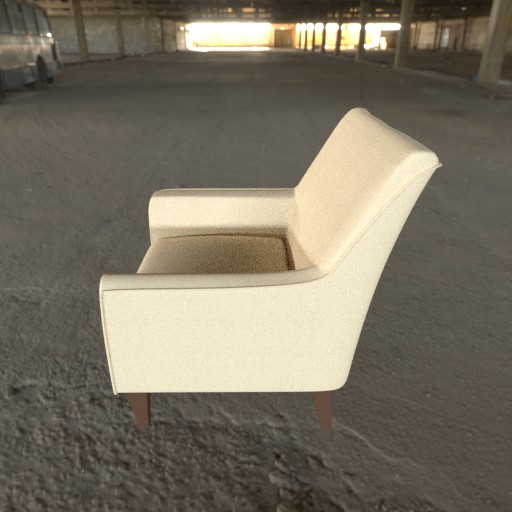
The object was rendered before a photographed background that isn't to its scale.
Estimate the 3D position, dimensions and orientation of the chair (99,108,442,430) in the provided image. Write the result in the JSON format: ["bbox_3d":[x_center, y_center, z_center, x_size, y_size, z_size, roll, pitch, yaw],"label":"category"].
[{"bbox_3d":[0.000,0.000,1.581,0.899,0.919,0.780,0,26,0],"label":"chair"}]
